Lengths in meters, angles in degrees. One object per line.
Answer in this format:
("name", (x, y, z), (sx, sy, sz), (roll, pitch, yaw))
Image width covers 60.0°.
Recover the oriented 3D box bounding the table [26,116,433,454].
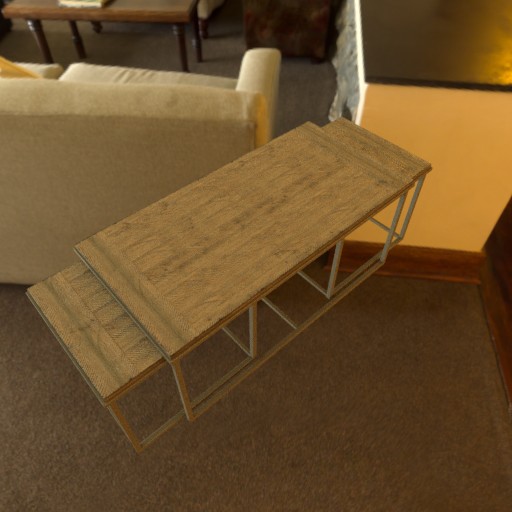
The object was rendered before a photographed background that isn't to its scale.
("table", (0.000, 0.000, 1.521), (1.312, 0.427, 0.489), (-34, 57, -26))
